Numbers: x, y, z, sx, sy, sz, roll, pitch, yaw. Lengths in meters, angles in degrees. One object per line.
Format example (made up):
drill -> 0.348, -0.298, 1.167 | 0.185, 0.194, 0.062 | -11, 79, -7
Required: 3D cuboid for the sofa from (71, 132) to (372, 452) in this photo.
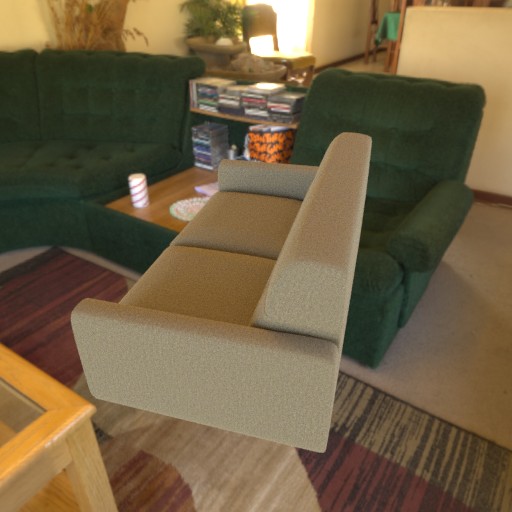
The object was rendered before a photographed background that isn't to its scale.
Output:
sofa -> 0.000, 0.000, 2.188 | 0.952, 0.925, 1.651 | 8, 33, 13
